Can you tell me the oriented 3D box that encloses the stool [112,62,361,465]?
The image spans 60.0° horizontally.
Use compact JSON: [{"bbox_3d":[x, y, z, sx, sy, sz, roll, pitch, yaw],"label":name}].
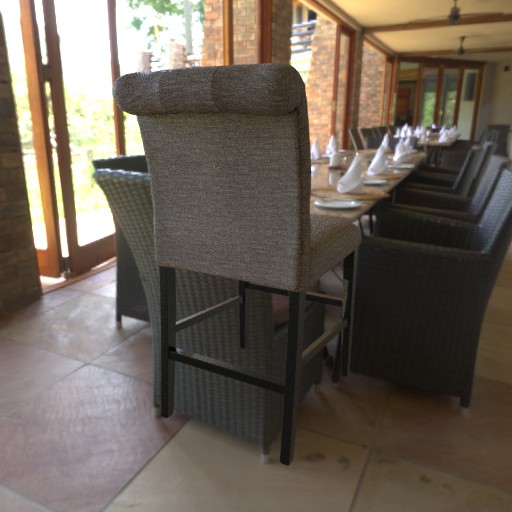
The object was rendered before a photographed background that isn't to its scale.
[{"bbox_3d":[0.000,0.000,1.291,0.457,0.970,0.611,9,19,27],"label":"stool"}]
